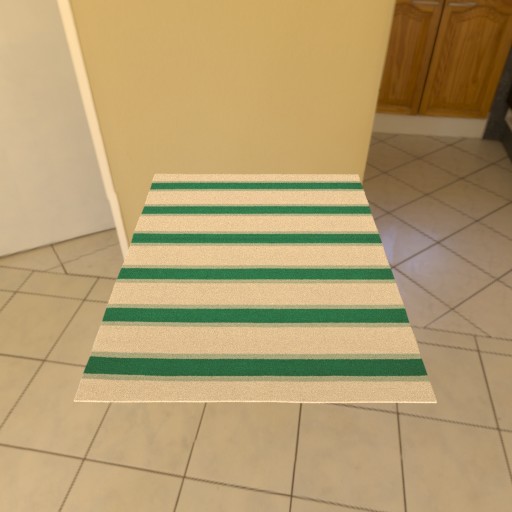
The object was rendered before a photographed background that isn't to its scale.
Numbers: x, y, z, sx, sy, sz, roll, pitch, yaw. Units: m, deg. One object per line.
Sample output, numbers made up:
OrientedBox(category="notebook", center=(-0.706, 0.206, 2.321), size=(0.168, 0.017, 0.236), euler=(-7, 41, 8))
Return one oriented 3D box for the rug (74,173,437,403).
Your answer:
OrientedBox(category="rug", center=(0.000, 0.000, 4.119), size=(2.434, 0.019, 3.041), euler=(0, 40, 0))
